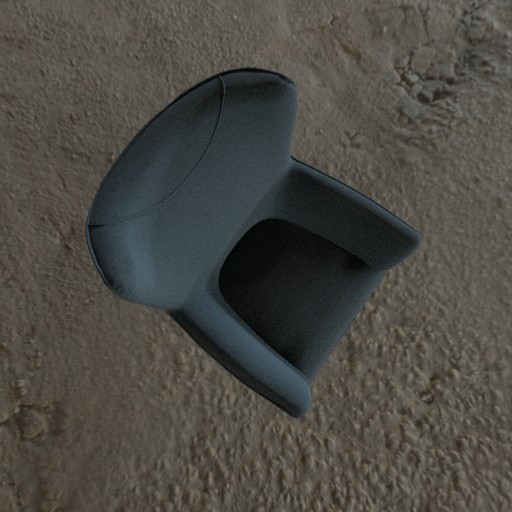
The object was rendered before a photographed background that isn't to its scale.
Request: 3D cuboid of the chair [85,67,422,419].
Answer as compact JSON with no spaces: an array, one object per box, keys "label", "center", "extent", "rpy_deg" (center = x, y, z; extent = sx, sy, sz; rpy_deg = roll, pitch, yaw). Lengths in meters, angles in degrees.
[{"label":"chair","center":[0.000,0.000,1.617],"extent":[0.888,0.933,0.781],"rpy_deg":[36,78,9]}]
